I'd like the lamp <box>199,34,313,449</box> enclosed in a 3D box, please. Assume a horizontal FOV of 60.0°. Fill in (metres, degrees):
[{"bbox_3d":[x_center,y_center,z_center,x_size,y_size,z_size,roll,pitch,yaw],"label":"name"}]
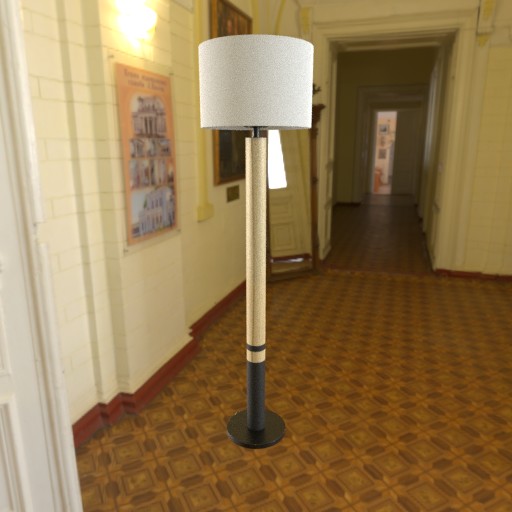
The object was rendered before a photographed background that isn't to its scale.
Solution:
[{"bbox_3d":[0.000,0.000,1.653,0.381,1.478,0.381,-7,16,-26],"label":"lamp"}]
